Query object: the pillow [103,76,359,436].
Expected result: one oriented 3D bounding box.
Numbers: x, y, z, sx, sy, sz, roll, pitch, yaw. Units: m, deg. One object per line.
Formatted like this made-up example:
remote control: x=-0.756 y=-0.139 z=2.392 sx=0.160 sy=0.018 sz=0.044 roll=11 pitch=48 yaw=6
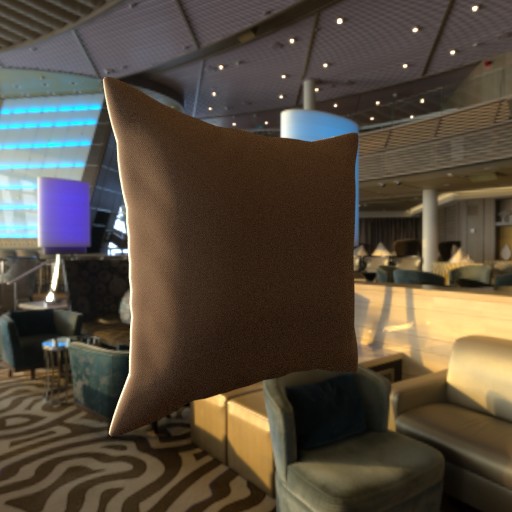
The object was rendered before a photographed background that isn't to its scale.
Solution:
pillow: x=0.000 y=0.000 z=0.674 sx=0.453 sy=0.443 sz=0.168 roll=-1 pitch=1 yaw=-35
